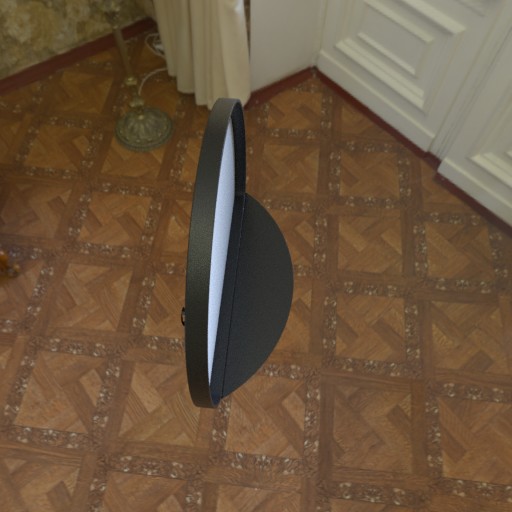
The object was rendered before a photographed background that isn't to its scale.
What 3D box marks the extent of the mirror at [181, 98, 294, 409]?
[{"bbox_3d":[0.000,0.000,0.689,0.133,0.457,0.457,4,62,2],"label":"mirror"}]
